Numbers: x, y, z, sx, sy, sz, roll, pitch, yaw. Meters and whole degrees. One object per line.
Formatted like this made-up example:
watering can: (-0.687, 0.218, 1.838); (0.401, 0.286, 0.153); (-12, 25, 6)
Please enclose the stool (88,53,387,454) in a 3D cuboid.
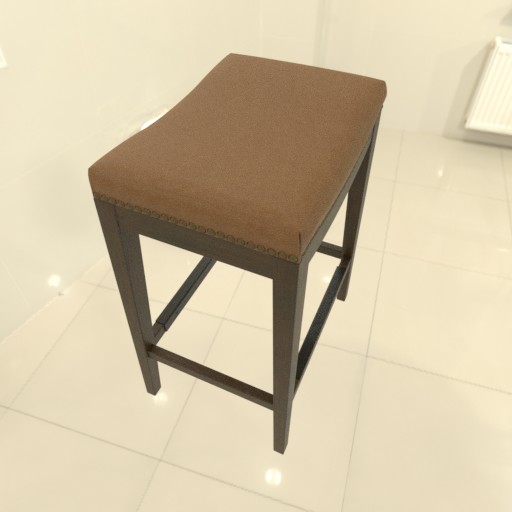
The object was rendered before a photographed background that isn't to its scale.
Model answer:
stool: (0.000, 0.000, 0.962); (0.361, 0.660, 0.500); (18, 49, 17)
